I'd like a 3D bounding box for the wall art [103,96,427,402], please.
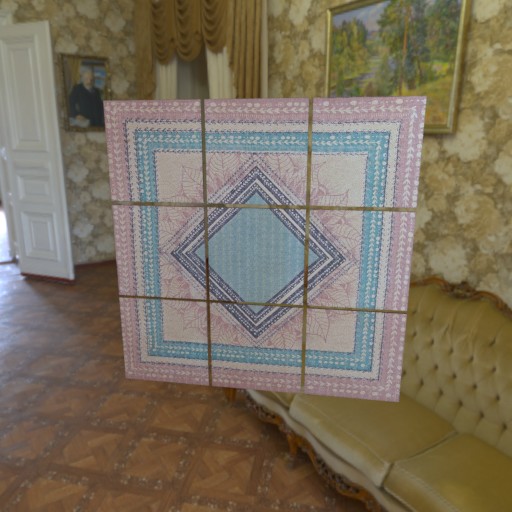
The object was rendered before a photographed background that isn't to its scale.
[{"bbox_3d":[0.000,0.000,2.269,1.527,1.525,0.014,2,15,9],"label":"wall art"}]
